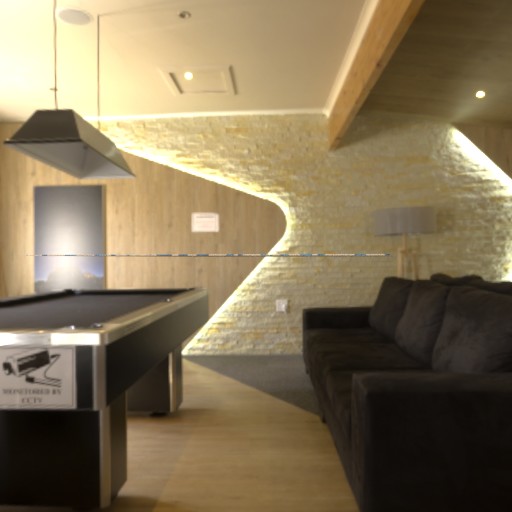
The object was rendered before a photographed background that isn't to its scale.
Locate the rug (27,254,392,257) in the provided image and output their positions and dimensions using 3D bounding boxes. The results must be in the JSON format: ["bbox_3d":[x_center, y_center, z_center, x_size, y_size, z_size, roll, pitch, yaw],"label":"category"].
[{"bbox_3d":[0.000,0.000,4.158,2.435,0.007,3.007,0,0,18],"label":"rug"}]
